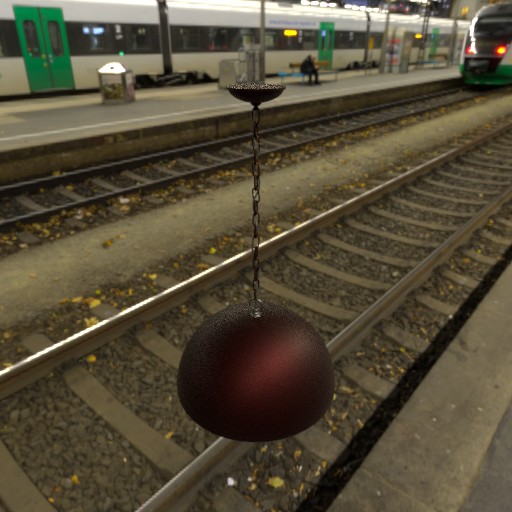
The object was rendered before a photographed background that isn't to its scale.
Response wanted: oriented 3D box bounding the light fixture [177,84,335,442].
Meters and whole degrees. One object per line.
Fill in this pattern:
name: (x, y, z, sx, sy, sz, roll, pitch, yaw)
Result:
light fixture: (0.000, 0.000, 1.211, 0.492, 0.869, 0.492, 9, 27, 17)
